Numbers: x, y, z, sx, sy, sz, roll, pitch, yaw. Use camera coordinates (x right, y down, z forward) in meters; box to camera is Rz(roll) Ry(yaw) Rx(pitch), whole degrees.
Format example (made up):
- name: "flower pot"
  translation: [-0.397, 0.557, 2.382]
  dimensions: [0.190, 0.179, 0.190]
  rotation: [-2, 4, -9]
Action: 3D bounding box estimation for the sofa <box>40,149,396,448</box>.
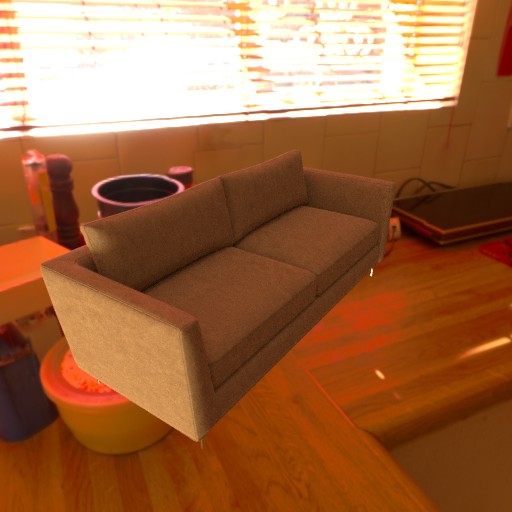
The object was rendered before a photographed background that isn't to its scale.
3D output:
- name: "sofa"
  translation: [0.000, 0.000, 2.597]
  dimensions: [0.889, 0.864, 2.121]
  rotation: [17, 31, 31]
